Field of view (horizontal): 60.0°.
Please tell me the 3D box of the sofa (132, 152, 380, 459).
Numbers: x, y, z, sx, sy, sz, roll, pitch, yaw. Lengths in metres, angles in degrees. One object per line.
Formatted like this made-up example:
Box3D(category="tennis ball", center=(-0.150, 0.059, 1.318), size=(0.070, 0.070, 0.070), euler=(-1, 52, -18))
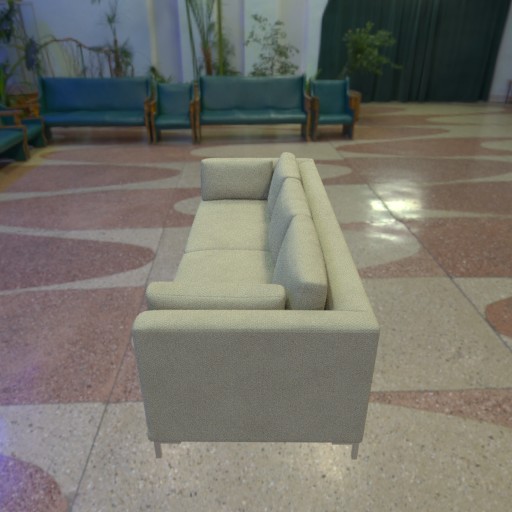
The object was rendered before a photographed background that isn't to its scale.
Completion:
Box3D(category="sofa", center=(0.000, 0.000, 2.898), size=(0.969, 0.867, 2.415), euler=(0, 28, 0))
